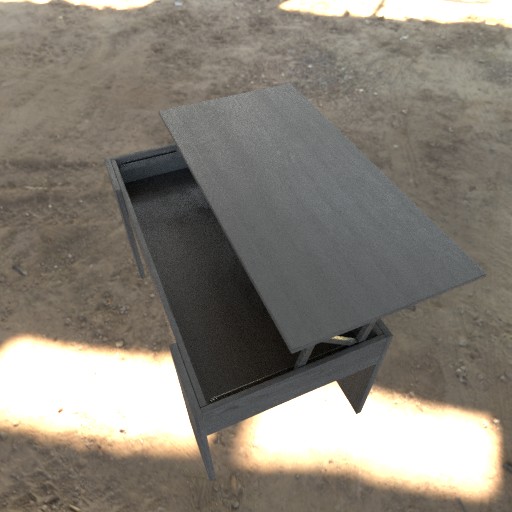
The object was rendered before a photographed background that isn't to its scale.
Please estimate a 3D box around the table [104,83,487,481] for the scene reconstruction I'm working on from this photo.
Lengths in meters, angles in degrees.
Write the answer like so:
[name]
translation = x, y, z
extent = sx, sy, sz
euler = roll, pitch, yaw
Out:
[table]
translation = 0.000, 0.000, 1.430
extent = 0.711, 0.570, 1.000
euler = -18, 50, -16
